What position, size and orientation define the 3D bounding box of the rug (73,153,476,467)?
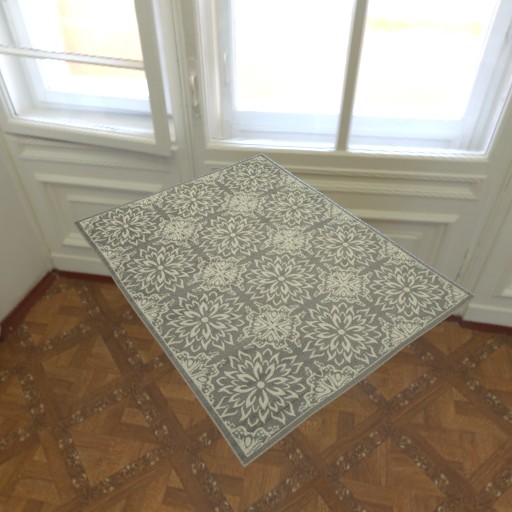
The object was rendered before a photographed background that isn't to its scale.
[{"bbox_3d":[0.000,0.000,4.065,2.363,0.012,2.980,-26,48,-26],"label":"rug"}]
